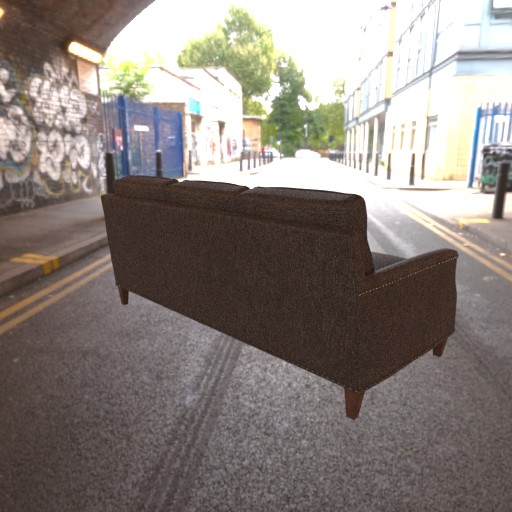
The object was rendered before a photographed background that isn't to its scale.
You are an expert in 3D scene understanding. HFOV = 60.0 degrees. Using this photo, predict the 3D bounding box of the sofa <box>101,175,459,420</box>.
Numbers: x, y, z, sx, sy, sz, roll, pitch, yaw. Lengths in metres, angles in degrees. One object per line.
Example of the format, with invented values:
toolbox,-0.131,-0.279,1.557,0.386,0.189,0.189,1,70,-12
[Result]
sofa,0.000,0.000,2.904,1.084,1.003,2.246,-13,19,-43
